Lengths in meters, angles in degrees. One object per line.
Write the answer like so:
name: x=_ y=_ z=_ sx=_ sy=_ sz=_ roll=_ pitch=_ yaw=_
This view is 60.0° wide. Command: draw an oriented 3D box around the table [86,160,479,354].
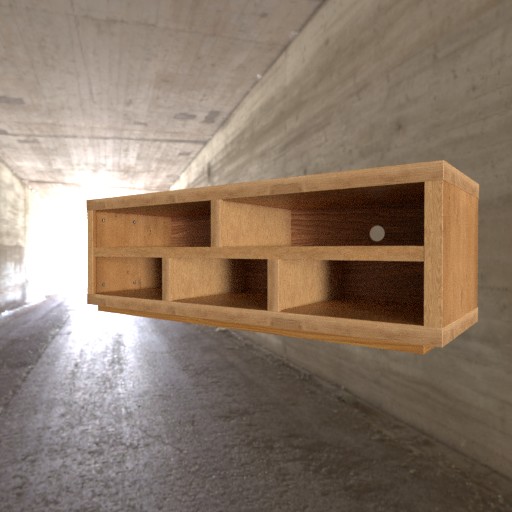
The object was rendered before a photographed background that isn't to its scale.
table: x=0.000 y=0.000 z=1.736 sx=1.499 sy=0.491 sz=0.499 roll=1 pitch=1 yaw=36
